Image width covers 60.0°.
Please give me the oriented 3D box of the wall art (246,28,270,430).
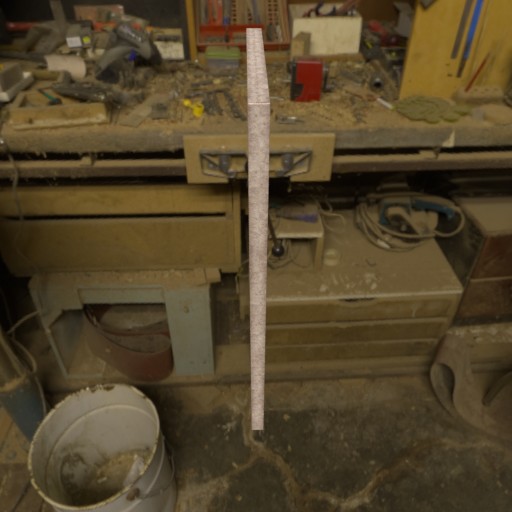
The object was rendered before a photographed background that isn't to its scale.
[{"bbox_3d":[0.000,0.000,1.719,0.051,1.461,0.648,-1,41,-1],"label":"wall art"}]
